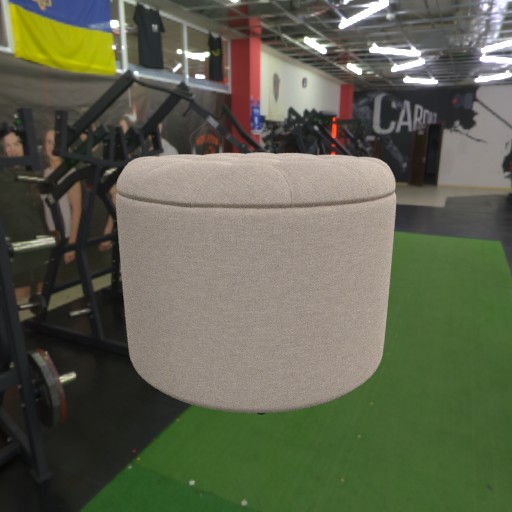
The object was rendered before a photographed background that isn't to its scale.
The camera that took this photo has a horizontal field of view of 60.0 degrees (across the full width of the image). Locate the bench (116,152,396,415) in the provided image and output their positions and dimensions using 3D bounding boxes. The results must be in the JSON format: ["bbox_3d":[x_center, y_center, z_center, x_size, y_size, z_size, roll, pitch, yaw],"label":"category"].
[{"bbox_3d":[0.000,0.000,1.026,0.600,0.454,0.600,0,15,0],"label":"bench"}]
